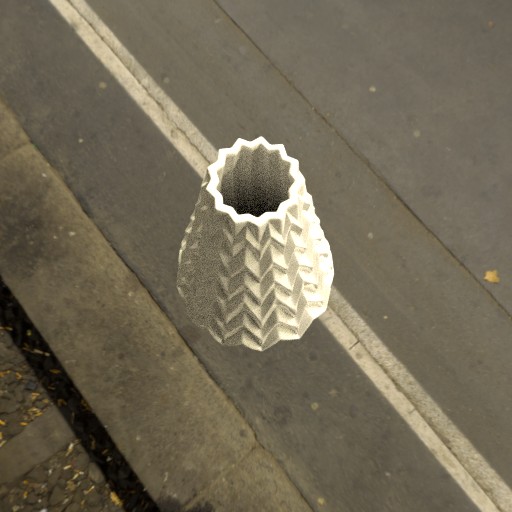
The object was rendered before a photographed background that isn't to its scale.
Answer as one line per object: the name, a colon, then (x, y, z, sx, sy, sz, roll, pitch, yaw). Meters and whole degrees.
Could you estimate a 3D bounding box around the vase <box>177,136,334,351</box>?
vase: (0.000, 0.000, 0.407, 0.167, 0.328, 0.167, 0, 75, 0)
